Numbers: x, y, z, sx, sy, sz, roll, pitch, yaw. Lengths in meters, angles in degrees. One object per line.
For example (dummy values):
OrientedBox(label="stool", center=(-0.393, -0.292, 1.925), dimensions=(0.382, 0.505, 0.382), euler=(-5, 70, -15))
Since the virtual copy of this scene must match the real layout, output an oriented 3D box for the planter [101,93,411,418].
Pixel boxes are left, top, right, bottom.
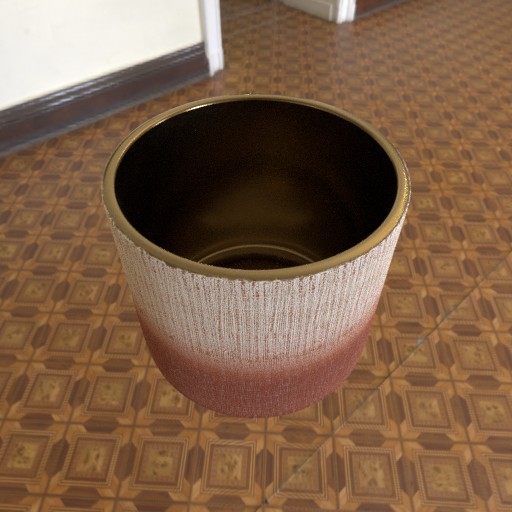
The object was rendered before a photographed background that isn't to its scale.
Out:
OrientedBox(label="planter", center=(0.000, 0.000, 0.445), dimensions=(0.254, 0.221, 0.254), euler=(0, 47, 0))
